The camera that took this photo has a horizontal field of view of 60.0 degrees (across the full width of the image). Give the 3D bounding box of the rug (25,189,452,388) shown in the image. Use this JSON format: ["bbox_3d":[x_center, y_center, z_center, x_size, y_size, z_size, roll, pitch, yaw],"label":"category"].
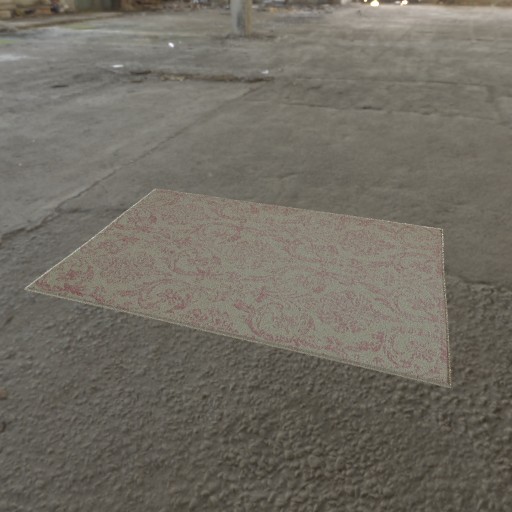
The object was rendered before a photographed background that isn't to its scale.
[{"bbox_3d":[0.000,0.000,3.402,2.746,0.018,1.819,10,33,15],"label":"rug"}]
